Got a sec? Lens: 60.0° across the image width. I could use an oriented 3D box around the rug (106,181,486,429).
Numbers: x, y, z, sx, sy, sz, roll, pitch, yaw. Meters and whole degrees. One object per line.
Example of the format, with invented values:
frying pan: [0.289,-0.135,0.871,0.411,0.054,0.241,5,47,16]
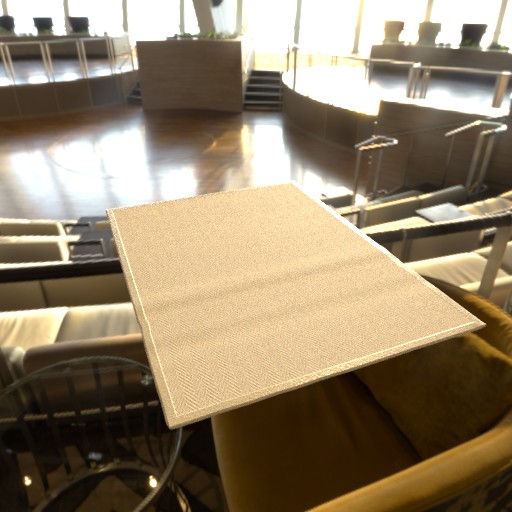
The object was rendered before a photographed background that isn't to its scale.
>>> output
rug: [0.000,0.000,4.766,2.734,0.037,3.659,-12,33,-19]
